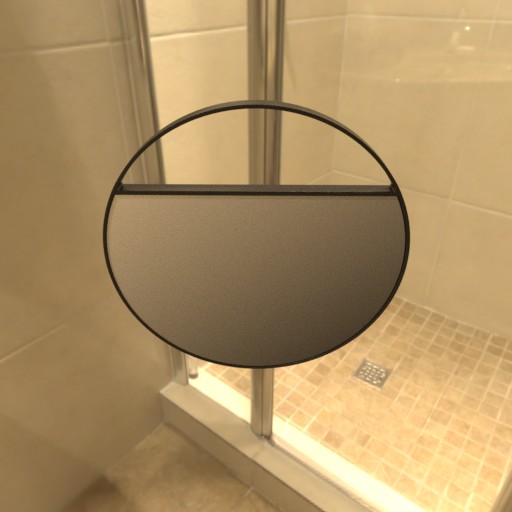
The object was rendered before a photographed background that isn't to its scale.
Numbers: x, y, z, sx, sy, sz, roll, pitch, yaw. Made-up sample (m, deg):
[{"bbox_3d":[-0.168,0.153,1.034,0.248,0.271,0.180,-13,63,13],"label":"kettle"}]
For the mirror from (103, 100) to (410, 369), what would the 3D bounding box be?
[{"bbox_3d":[0.000,0.000,0.841,0.565,0.565,0.032,0,32,1],"label":"mirror"}]
